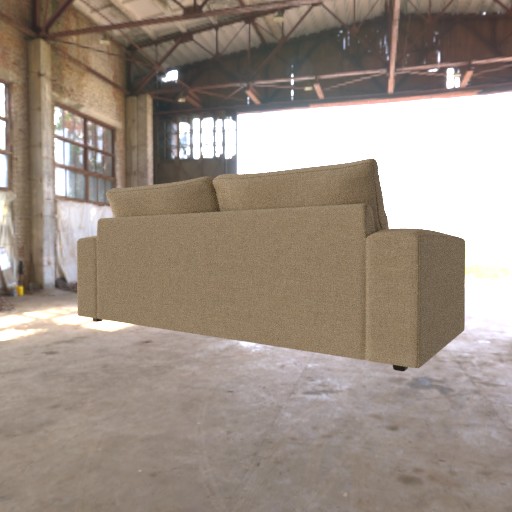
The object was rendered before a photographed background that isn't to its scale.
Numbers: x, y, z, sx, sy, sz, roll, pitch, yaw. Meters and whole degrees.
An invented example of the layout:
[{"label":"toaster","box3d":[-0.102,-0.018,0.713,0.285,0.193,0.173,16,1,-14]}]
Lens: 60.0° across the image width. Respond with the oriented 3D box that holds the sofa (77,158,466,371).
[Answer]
[{"label":"sofa","box3d":[0.000,0.000,2.822,2.299,0.922,1.040,1,2,35]}]
